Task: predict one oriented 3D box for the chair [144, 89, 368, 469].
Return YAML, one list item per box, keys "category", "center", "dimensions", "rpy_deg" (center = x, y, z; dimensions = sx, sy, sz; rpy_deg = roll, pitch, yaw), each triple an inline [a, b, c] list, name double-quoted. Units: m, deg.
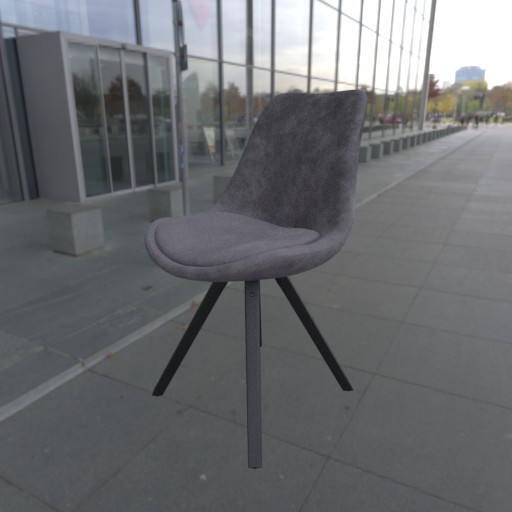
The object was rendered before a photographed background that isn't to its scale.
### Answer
- category: "chair"
  center: [0.000, 0.000, 1.194]
  dimensions: [0.485, 0.850, 0.550]
  rpy_deg: [16, 24, 42]
